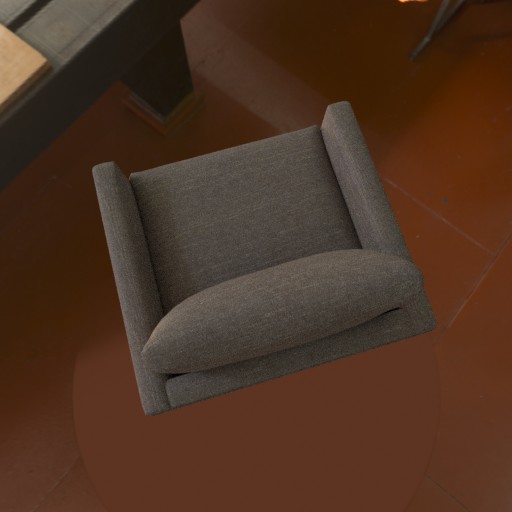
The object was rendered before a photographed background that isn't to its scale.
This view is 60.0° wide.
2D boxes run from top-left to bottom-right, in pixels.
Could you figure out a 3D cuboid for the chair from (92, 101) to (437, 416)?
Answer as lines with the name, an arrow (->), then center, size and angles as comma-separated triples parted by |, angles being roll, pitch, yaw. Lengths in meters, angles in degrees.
chair -> 0.000, 0.000, 1.586 | 0.940, 0.841, 0.845 | -16, 75, -4
